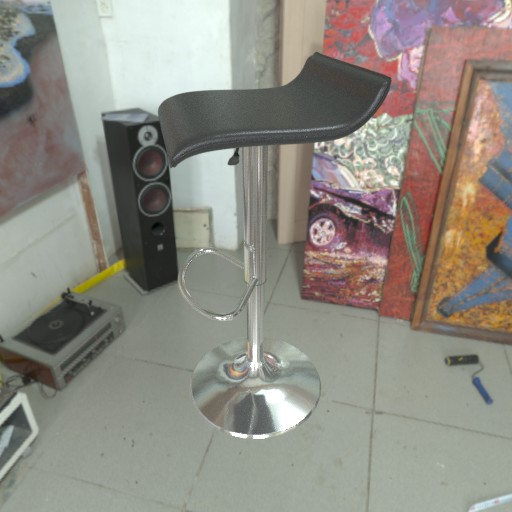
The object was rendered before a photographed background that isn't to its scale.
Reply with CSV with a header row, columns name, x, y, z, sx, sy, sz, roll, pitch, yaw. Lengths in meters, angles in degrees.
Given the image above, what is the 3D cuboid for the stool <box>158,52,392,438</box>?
name,x,y,z,sx,sy,sz,roll,pitch,yaw
stool,0.000,0.000,1.066,0.381,0.851,0.381,-7,32,-12
